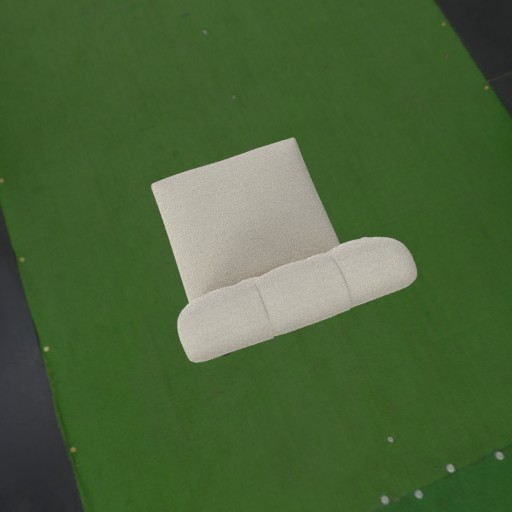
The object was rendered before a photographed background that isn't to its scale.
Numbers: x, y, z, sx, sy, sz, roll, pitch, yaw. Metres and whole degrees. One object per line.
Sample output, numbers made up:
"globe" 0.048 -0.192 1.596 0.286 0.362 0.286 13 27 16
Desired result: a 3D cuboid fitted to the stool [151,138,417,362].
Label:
"stool" 0.000 0.000 1.417 0.482 1.118 0.610 -19 75 -5
